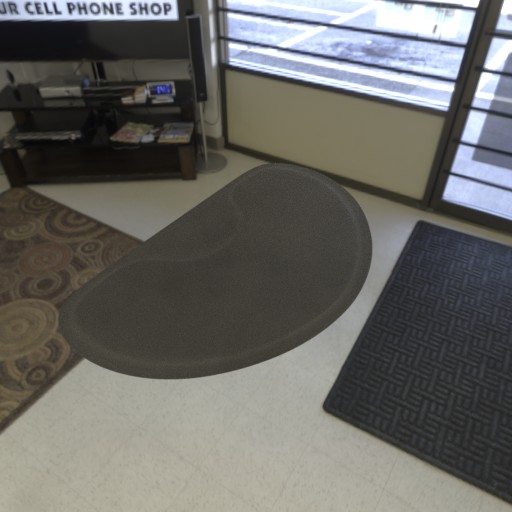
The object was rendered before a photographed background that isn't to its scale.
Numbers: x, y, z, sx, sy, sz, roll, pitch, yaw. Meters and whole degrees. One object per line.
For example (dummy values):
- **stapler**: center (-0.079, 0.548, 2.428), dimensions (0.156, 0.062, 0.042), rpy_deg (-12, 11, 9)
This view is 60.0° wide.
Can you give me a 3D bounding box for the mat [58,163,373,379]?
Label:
- **mat**: center (0.000, 0.000, 1.884), dimensions (0.913, 0.013, 1.524), rpy_deg (25, 47, 26)
